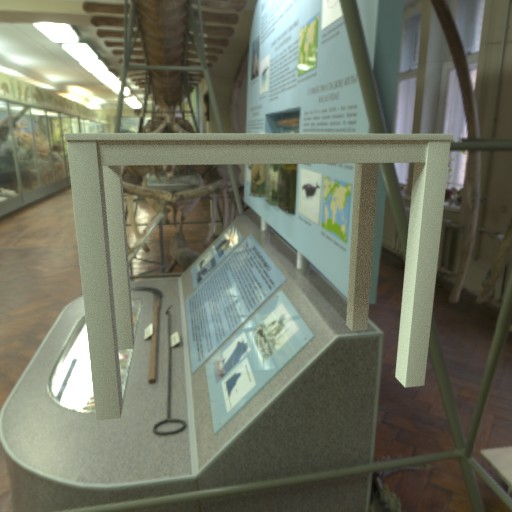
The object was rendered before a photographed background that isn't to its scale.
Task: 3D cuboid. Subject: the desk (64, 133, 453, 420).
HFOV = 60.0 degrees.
[{"bbox_3d":[0.000,0.000,1.442,0.990,0.762,0.497,-3,15,-10],"label":"desk"}]
